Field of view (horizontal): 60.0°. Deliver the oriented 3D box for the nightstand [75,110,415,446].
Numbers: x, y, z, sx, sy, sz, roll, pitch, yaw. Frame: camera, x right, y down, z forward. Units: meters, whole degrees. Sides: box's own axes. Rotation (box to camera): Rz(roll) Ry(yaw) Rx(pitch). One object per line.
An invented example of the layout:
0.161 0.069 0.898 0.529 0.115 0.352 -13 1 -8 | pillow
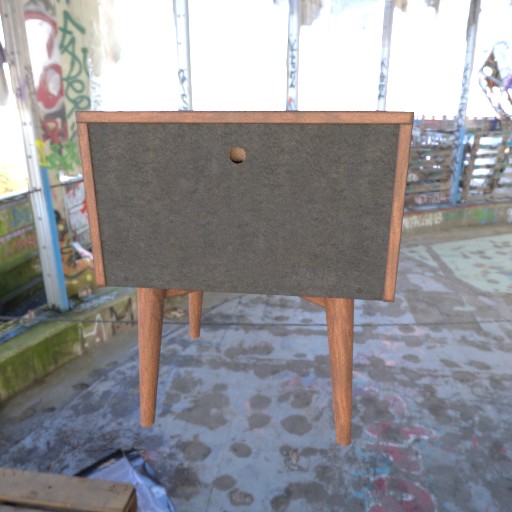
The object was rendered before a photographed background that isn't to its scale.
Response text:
0.000 0.000 0.973 0.521 0.607 0.445 2 18 7 | nightstand
